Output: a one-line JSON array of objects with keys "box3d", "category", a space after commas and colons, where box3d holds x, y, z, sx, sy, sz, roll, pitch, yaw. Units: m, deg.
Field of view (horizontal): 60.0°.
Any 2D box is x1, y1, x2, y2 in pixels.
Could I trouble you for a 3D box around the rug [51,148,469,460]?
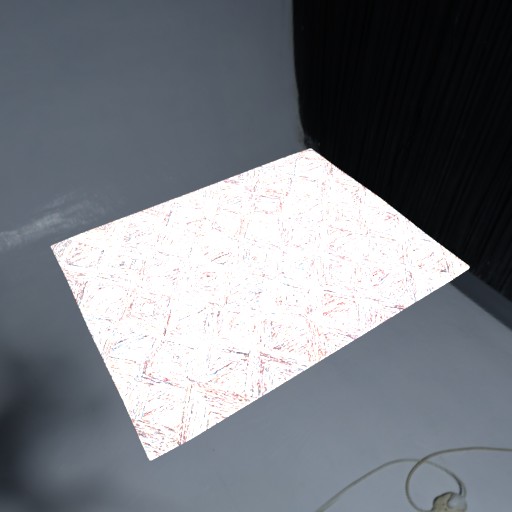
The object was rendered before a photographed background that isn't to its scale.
[{"box3d": [0.000, 0.000, 4.229, 3.226, 0.024, 2.436, -25, 51, -22], "category": "rug"}]
